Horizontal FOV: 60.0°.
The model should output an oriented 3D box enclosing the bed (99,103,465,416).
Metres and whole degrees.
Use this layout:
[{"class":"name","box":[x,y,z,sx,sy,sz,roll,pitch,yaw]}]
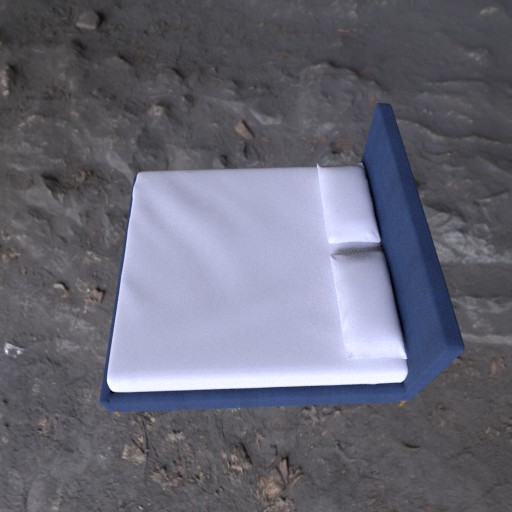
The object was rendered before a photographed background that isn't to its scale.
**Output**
[{"class":"bed","box":[0.000,0.000,3.461,2.232,1.231,2.096,-2,57,-1]}]
